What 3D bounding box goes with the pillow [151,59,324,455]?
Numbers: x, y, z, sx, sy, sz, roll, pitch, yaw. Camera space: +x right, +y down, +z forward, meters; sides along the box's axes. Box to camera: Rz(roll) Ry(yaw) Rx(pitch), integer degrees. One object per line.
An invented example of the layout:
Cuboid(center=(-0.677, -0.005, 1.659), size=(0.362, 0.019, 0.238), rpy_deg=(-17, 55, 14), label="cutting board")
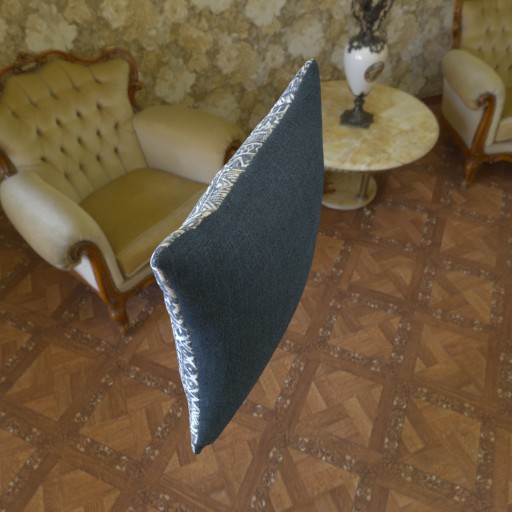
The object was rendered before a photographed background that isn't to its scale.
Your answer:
Cuboid(center=(0.000, 0.000, 0.773), size=(0.180, 0.487, 0.546), rpy_deg=(16, 48, 15), label="pillow")
